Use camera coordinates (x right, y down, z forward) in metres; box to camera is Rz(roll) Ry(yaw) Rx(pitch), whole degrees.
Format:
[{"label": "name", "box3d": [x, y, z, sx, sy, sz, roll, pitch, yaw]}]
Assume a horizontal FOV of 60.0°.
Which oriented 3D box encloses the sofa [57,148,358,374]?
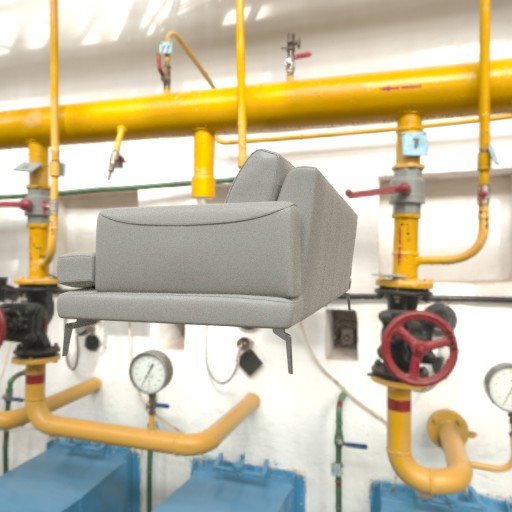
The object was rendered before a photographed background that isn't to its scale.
[{"label": "sofa", "box3d": [0.000, 0.000, 2.423, 0.974, 0.765, 1.940, 0, -1, 18]}]
